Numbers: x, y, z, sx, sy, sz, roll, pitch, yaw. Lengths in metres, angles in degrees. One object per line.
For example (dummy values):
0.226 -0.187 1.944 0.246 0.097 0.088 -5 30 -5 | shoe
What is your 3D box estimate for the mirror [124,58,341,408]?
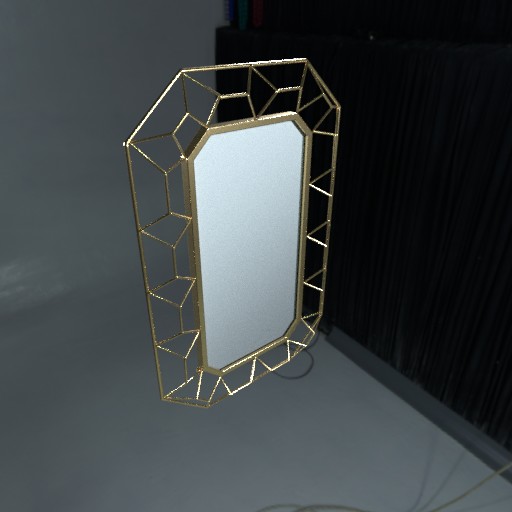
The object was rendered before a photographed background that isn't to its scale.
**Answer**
0.000 0.000 1.088 0.572 0.870 0.051 -21 35 -33 | mirror
